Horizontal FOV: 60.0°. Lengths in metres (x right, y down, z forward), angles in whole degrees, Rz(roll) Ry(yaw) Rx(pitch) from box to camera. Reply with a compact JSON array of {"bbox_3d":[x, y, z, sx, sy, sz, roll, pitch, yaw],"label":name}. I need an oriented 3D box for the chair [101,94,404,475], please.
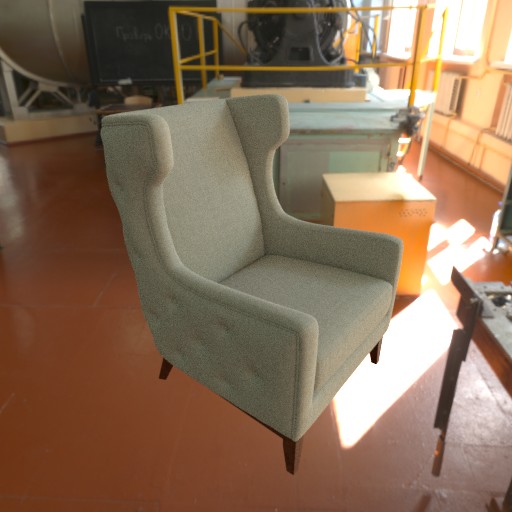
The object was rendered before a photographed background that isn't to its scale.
[{"bbox_3d":[0.000,0.000,1.672,0.899,1.079,0.778,18,31,32],"label":"chair"}]
